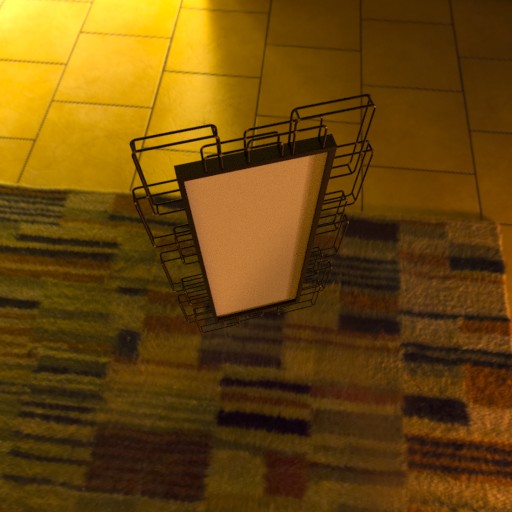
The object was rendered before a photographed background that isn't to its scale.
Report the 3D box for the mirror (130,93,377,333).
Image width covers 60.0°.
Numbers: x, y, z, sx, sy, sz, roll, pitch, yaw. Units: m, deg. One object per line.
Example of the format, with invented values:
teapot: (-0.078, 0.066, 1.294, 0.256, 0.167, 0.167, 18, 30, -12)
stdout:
mirror: (0.000, 0.000, 1.403, 0.565, 1.192, 0.037, -13, 64, -6)
